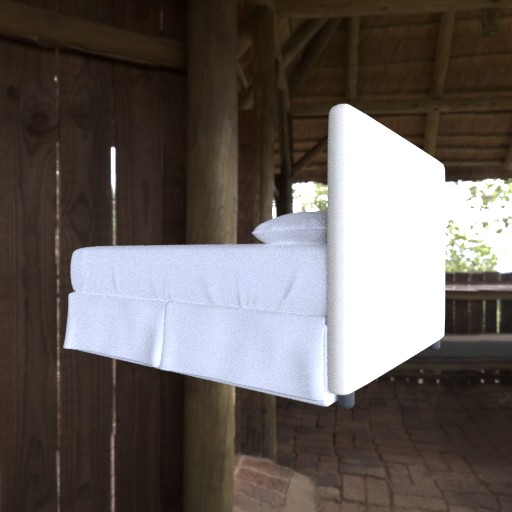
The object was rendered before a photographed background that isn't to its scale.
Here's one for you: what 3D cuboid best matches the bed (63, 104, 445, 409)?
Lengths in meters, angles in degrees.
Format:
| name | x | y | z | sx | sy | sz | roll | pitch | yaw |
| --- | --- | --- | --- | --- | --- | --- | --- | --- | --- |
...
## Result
| name | x | y | z | sx | sy | sz | roll | pitch | yaw |
| --- | --- | --- | --- | --- | --- | --- | --- | --- | --- |
| bed | 0.000 | 0.000 | 3.113 | 2.147 | 1.330 | 1.714 | 0 | 1 | 36 |
